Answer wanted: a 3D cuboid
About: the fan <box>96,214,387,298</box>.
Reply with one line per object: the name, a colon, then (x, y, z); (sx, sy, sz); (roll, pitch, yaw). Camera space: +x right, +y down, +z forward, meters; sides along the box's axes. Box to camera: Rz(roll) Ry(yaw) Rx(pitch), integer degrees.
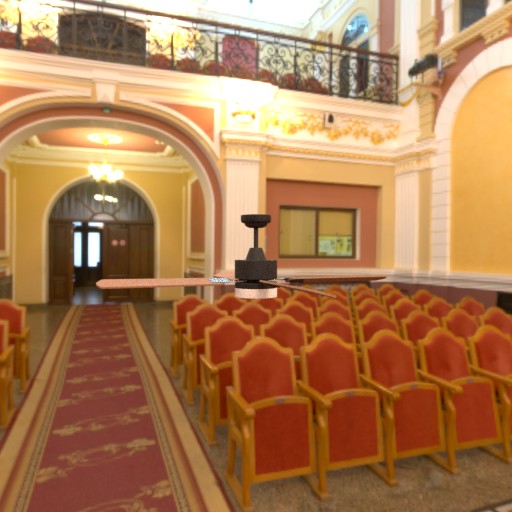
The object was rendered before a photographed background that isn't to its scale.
fan: (0.000, 0.000, 1.944); (1.320, 0.355, 1.320); (0, 1, -19)
